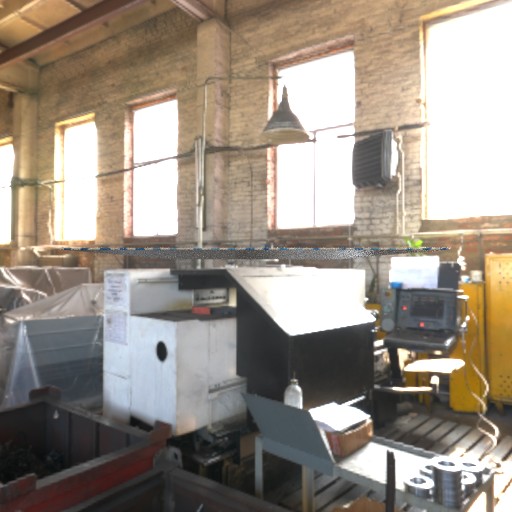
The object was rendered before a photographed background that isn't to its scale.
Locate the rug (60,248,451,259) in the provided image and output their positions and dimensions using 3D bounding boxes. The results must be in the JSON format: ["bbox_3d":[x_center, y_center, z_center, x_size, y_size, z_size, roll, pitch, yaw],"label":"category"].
[{"bbox_3d":[0.000,0.000,2.944,1.531,0.008,2.439,0,-1,0],"label":"rug"}]
